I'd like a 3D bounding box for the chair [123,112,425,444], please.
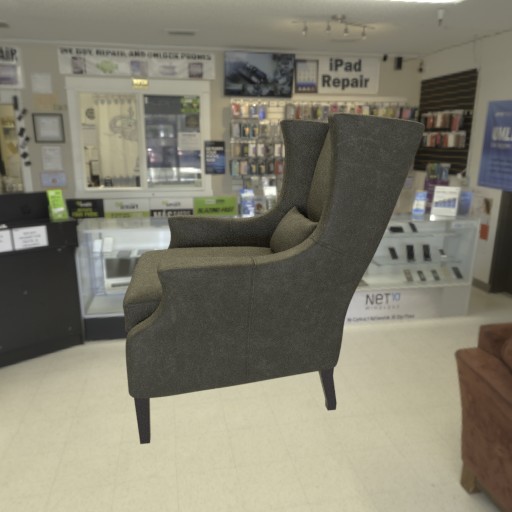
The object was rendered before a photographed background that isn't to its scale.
[{"bbox_3d":[0.000,0.000,1.687,0.926,1.016,0.853,-2,16,-8],"label":"chair"}]
